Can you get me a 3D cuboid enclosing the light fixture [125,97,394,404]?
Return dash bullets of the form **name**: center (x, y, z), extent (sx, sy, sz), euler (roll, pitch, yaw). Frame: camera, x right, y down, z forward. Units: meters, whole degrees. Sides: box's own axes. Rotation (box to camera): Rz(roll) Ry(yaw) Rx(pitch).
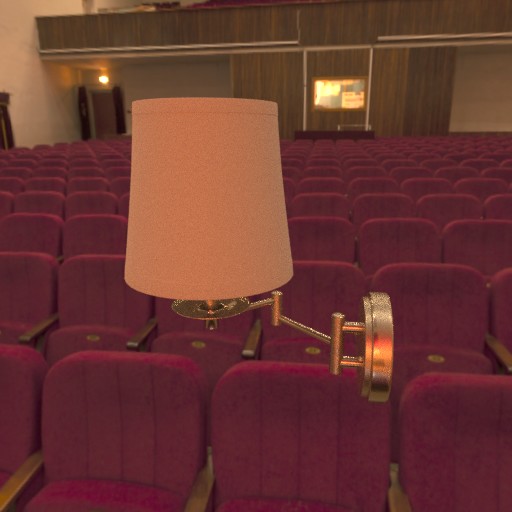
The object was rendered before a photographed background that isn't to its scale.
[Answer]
- **light fixture**: center (0.000, 0.000, 0.584), extent (0.348, 0.381, 0.223), euler (2, 15, 8)
